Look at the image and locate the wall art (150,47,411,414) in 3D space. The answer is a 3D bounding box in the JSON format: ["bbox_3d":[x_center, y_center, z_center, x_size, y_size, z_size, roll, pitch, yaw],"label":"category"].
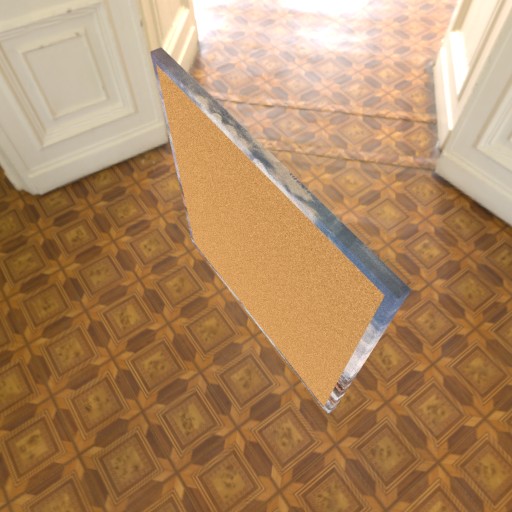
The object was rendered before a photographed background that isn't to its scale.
[{"bbox_3d":[0.000,0.000,1.534,0.040,1.020,1.010,-32,63,-18],"label":"wall art"}]
